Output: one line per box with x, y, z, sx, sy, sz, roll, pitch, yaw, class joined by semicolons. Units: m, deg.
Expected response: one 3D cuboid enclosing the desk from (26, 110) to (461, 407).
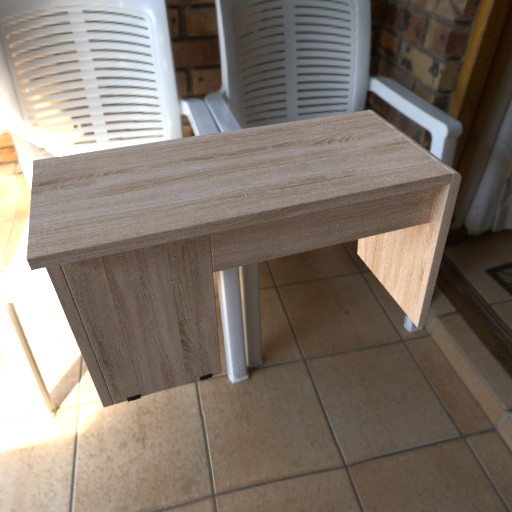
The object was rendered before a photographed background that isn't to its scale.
0.000;0.000;1.608;1.300;0.750;0.500;-13;42;-15;desk
